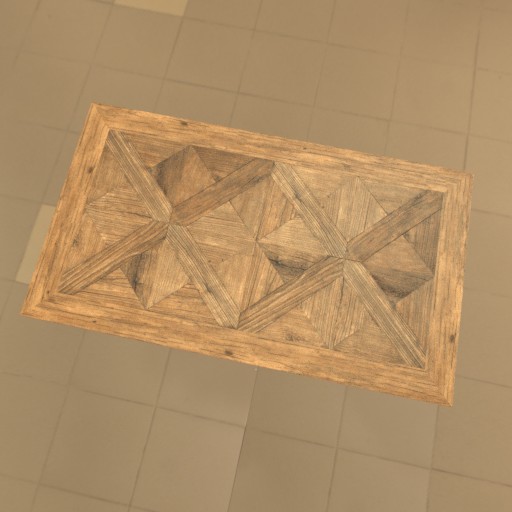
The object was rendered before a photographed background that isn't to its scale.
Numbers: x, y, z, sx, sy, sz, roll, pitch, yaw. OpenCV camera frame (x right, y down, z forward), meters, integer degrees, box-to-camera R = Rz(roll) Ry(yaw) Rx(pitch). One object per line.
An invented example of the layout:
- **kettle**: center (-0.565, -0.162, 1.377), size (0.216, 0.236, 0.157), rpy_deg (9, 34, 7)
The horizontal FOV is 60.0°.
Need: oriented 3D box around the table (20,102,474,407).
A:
- **table**: center (0.000, 0.000, 1.696), size (1.400, 0.410, 0.800), rpy_deg (11, 76, 3)
